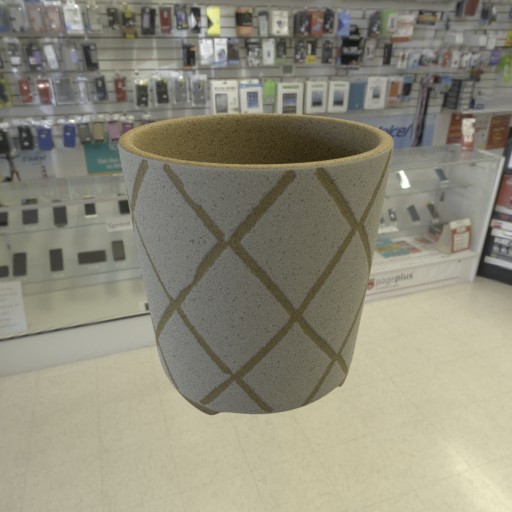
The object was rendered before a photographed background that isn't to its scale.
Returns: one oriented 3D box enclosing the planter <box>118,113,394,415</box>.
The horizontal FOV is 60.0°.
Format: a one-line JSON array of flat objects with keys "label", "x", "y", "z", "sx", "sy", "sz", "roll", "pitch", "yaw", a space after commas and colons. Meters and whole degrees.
[{"label": "planter", "x": 0.000, "y": 0.000, "z": 0.430, "sx": 0.228, "sy": 0.235, "sz": 0.228, "roll": 0, "pitch": 26, "yaw": 0}]
